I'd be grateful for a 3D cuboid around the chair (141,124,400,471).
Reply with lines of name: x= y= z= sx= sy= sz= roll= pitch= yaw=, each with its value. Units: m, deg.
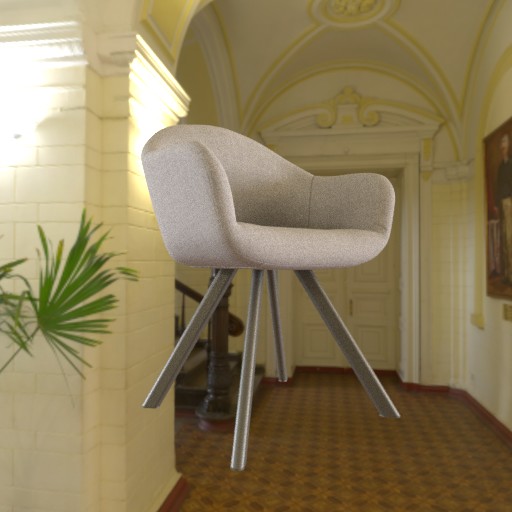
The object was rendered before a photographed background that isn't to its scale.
chair: x=0.000 y=0.000 z=1.177 sx=0.590 sy=0.795 sz=0.550 roll=1 pitch=-1 yaw=-36
